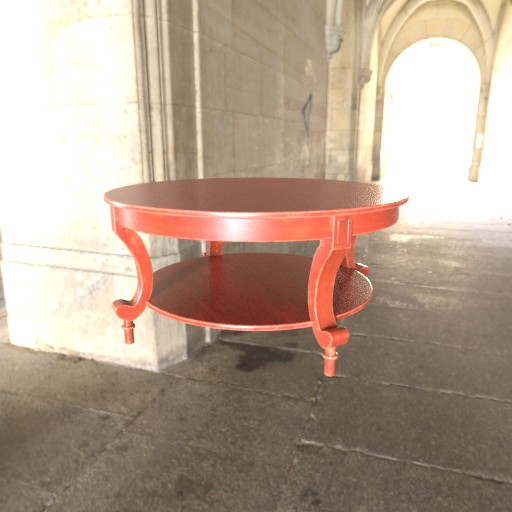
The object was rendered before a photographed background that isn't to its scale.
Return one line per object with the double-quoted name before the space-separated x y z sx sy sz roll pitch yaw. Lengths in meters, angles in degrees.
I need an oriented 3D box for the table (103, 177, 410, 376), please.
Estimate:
"table" 0.000 0.000 1.623 1.029 0.486 1.029 0 15 0
